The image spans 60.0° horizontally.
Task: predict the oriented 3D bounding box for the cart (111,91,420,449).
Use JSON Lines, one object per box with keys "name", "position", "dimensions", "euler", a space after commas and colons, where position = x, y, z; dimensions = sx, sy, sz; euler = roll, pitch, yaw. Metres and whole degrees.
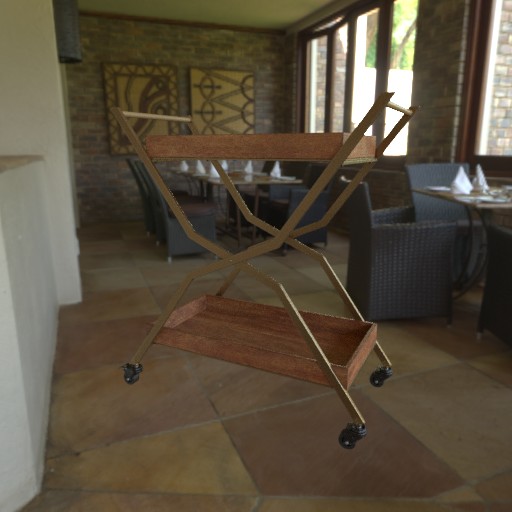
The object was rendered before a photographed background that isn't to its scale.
{"name": "cart", "position": [0.000, 0.000, 1.361], "dimensions": [0.836, 0.869, 0.405], "euler": [7, 15, 26]}
